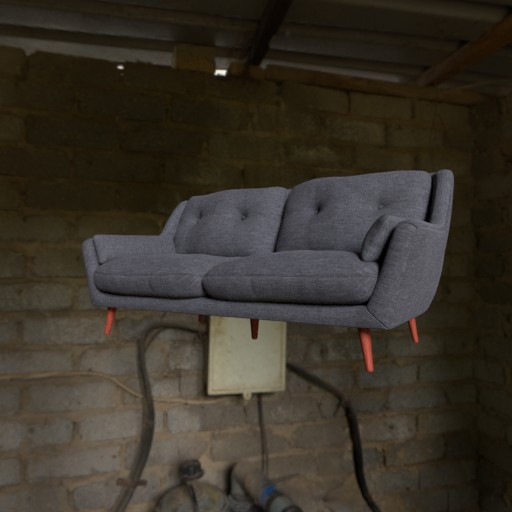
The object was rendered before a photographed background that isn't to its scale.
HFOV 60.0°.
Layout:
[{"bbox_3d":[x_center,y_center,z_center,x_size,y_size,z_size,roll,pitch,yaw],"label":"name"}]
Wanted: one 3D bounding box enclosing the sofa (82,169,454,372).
[{"bbox_3d":[0.000,0.000,2.398,1.929,0.896,0.975,-1,-2,35],"label":"sofa"}]
